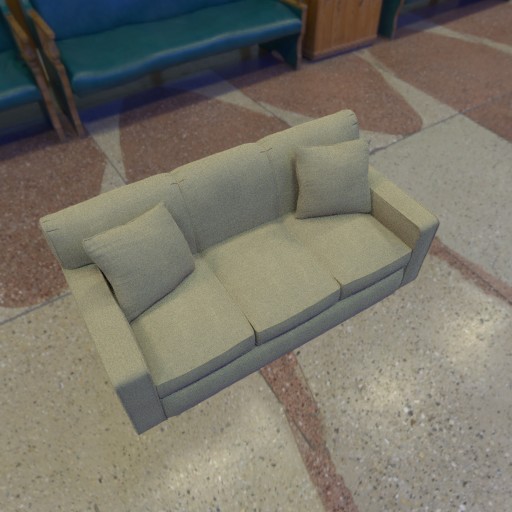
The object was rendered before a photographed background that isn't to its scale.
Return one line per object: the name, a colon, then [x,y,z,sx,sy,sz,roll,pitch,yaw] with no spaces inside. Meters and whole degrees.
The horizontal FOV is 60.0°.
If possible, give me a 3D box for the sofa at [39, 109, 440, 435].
sofa: [0.000,0.000,2.633,2.024,0.958,0.997,-25,52,-21]
